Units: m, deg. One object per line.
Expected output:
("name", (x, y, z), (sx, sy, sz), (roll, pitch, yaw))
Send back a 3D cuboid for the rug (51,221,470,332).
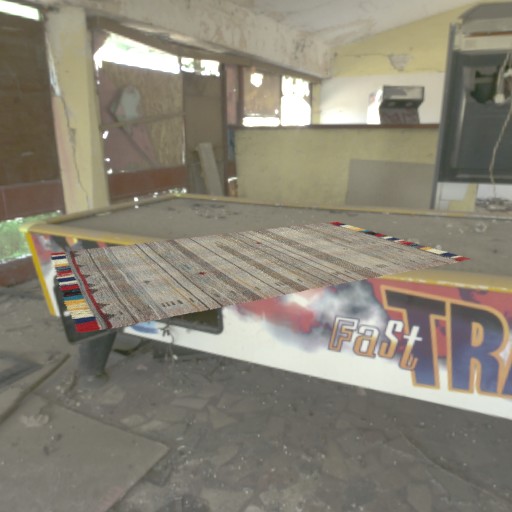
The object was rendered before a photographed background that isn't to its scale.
("rug", (0.000, 0.000, 2.985), (2.465, 0.012, 1.465), (-8, 17, -27))
